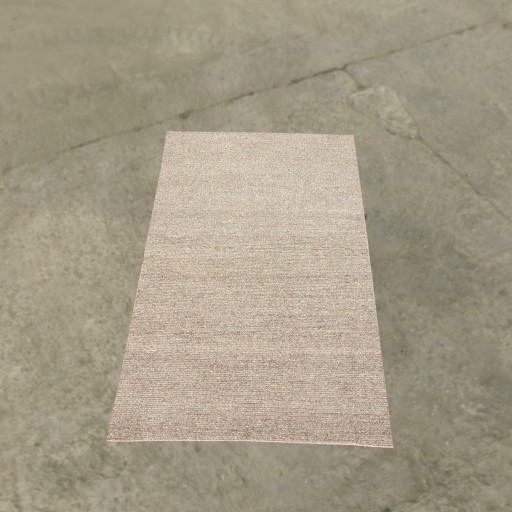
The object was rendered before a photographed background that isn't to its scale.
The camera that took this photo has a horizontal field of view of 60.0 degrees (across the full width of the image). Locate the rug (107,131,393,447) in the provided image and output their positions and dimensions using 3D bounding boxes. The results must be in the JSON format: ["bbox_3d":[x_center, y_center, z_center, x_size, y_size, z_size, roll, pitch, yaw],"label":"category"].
[{"bbox_3d":[0.000,0.000,2.250,1.154,0.021,1.792,1,58,1],"label":"rug"}]
